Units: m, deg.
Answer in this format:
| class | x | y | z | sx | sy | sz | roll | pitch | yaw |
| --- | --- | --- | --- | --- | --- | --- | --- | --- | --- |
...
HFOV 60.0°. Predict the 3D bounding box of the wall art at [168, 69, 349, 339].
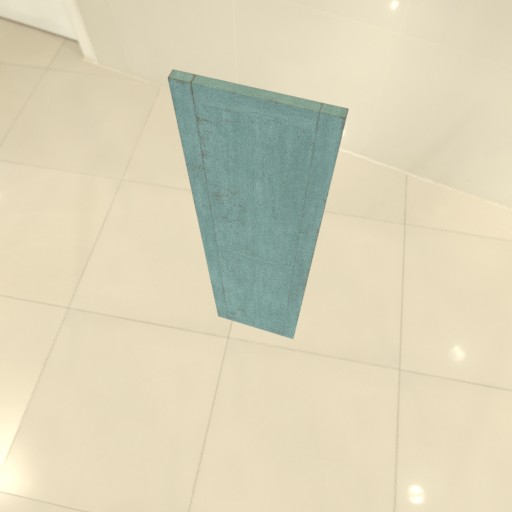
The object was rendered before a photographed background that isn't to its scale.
| class | x | y | z | sx | sy | sz | roll | pitch | yaw |
| --- | --- | --- | --- | --- | --- | --- | --- | --- | --- |
| wall art | 0.000 | 0.000 | 1.320 | 0.329 | 1.219 | 0.025 | 16 | 63 | 8 |
